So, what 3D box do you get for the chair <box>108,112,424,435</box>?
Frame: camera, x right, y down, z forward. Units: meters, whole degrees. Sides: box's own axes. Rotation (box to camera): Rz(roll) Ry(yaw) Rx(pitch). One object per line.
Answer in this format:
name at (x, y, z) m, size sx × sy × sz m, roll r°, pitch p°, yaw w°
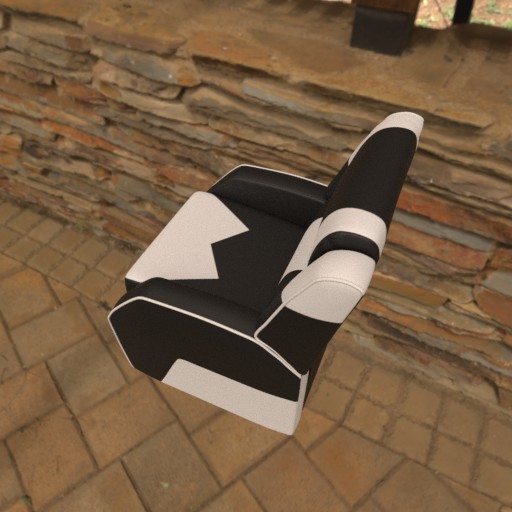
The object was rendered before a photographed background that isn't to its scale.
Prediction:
chair at (0.000, 0.000, 1.279) m, size 0.672 × 0.805 × 0.620 m, roll 18°, pitch 50°, yaw 16°
